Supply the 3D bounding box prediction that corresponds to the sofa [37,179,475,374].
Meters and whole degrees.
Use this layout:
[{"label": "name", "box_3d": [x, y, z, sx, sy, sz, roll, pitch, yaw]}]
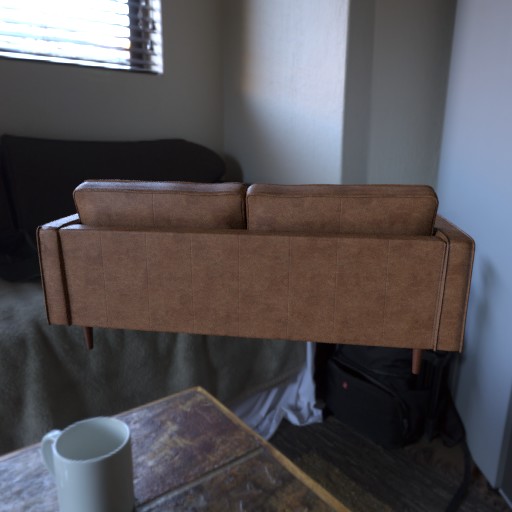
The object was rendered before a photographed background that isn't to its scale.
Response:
[{"label": "sofa", "box_3d": [0.000, 0.000, 2.349, 1.920, 0.825, 0.924, 2, 15, 8]}]
